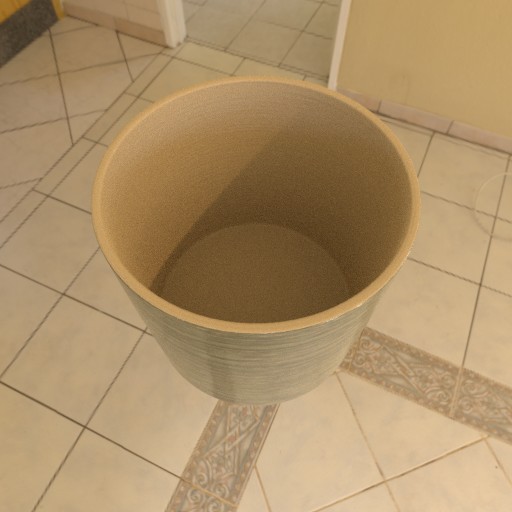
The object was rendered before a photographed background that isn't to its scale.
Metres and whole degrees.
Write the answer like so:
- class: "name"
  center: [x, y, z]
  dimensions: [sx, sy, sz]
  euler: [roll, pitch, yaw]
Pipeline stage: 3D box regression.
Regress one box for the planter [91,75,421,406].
- class: "planter"
  center: [0.000, 0.000, 0.388]
  dimensions: [0.221, 0.201, 0.221]
  euler: [0, 59, 0]
